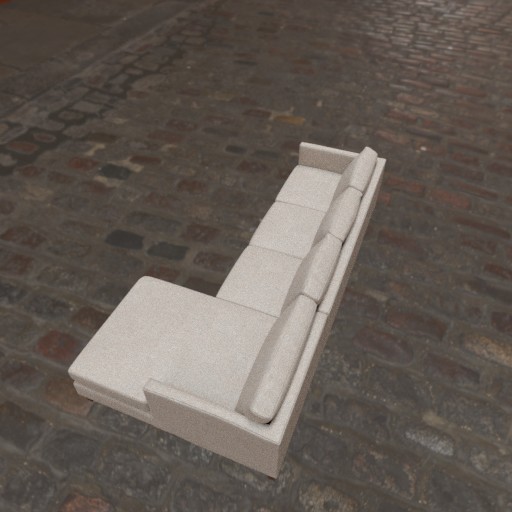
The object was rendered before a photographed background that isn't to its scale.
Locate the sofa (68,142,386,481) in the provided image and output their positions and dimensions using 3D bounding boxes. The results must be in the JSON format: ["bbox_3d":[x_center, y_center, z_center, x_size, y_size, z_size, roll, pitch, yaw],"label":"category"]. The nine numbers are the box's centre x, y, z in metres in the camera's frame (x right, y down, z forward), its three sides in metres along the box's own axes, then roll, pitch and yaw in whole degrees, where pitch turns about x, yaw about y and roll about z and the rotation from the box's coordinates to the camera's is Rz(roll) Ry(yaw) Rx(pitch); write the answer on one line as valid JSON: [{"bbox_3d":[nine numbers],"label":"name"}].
[{"bbox_3d":[0.000,0.000,3.947,1.625,0.846,3.186,16,48,16],"label":"sofa"}]
